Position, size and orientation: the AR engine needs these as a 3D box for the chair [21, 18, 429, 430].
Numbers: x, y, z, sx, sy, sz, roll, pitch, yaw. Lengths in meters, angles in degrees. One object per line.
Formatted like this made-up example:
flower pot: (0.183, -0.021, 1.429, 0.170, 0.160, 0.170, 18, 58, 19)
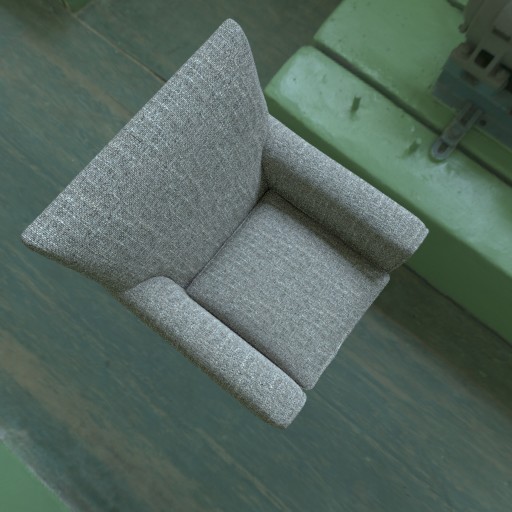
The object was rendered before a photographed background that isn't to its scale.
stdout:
chair: (0.000, 0.000, 1.583, 0.873, 0.928, 0.864, 37, 79, 9)
